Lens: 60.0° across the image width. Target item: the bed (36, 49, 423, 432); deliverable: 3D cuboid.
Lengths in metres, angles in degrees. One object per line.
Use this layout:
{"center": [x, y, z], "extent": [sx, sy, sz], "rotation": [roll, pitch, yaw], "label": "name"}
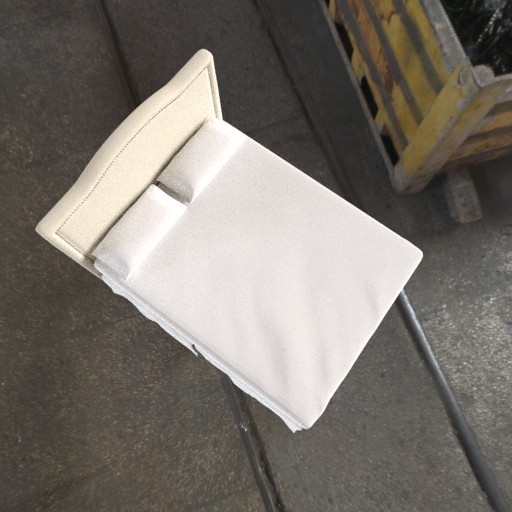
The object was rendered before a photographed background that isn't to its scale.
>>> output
{"center": [0.000, 0.000, 3.326], "extent": [2.196, 1.449, 1.741], "rotation": [35, 77, 9], "label": "bed"}
